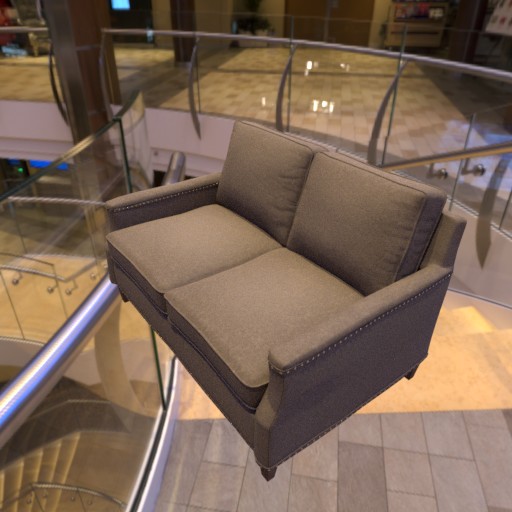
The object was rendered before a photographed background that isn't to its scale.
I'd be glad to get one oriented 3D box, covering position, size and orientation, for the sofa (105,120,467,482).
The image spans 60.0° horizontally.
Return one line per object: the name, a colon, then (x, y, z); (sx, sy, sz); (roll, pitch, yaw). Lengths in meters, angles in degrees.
sofa: (0.000, 0.000, 2.247); (1.084, 1.003, 1.597); (-21, 37, -31)
